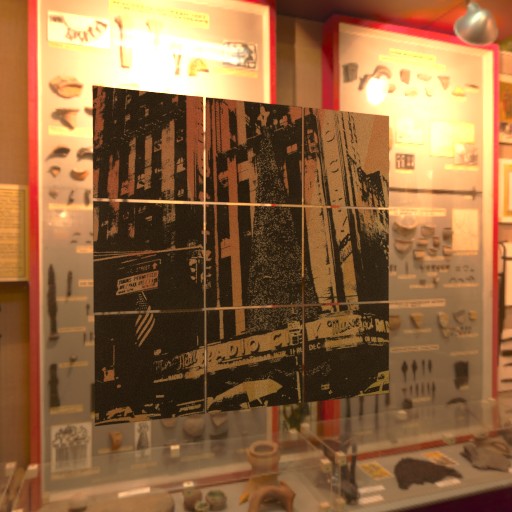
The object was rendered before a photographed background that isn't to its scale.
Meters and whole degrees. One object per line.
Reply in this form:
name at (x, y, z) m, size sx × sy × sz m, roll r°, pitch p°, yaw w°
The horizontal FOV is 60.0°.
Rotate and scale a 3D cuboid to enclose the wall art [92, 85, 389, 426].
wall art at (0.000, 0.000, 1.332) m, size 0.919 × 0.917 × 0.010 m, roll 0°, pitch 1°, yaw -17°
